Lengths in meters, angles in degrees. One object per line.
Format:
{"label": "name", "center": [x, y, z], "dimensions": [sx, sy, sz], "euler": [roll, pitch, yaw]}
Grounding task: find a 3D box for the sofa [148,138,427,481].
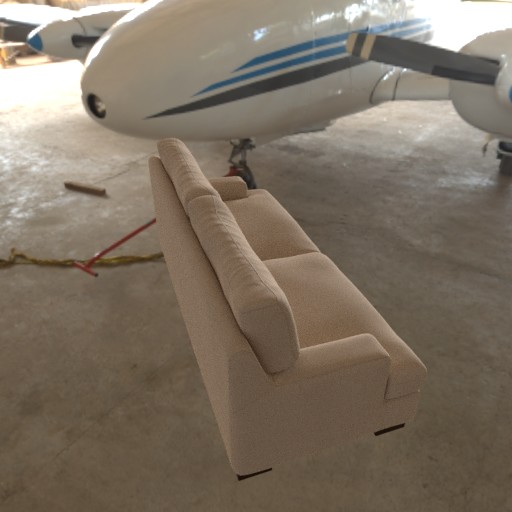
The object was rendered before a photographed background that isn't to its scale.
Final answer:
{"label": "sofa", "center": [0.000, 0.000, 2.640], "dimensions": [0.929, 0.925, 2.147], "euler": [-10, 33, -16]}
